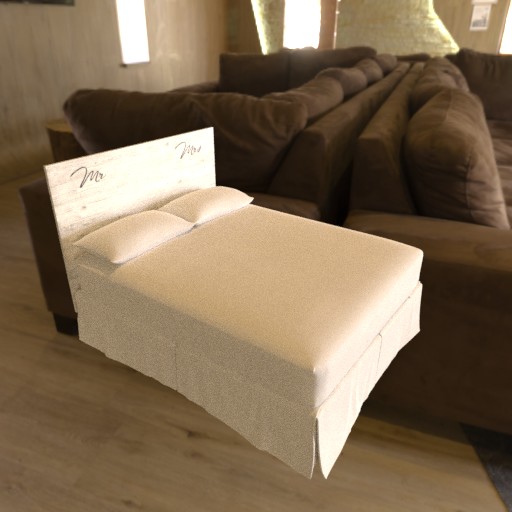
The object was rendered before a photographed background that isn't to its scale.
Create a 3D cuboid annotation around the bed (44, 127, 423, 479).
[{"bbox_3d":[0.000,0.000,3.150,2.094,1.335,1.745,18,32,32],"label":"bed"}]
